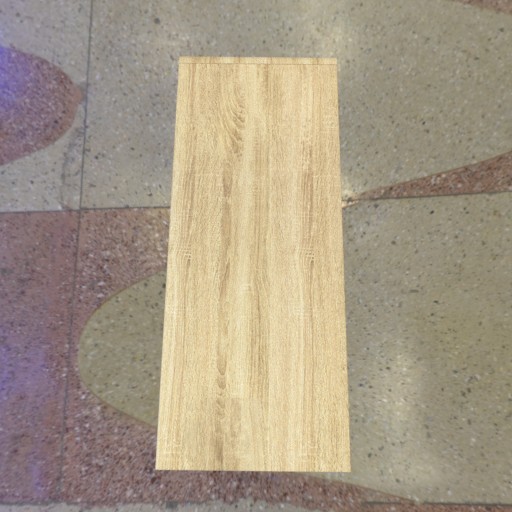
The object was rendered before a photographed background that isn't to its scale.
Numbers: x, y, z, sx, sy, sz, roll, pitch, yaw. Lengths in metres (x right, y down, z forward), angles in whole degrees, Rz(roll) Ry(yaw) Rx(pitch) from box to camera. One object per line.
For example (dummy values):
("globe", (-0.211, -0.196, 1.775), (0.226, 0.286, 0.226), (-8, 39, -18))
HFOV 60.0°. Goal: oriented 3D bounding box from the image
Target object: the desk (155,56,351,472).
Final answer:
("desk", (0.000, 0.000, 1.640), (0.500, 0.750, 1.300), (1, 77, 0))
